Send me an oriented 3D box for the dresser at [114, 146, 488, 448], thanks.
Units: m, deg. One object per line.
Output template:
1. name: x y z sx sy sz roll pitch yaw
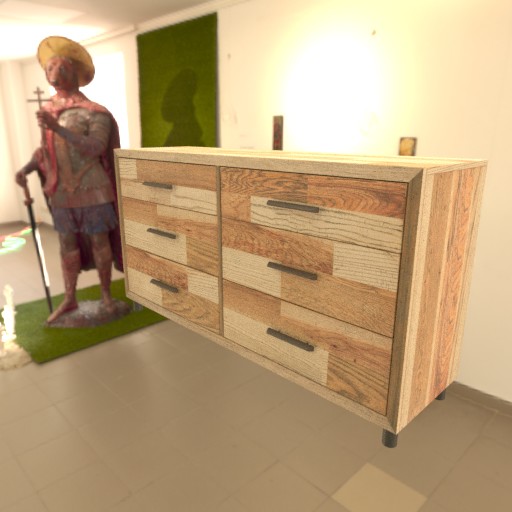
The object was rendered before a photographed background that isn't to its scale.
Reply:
1. dresser: 0.000 0.000 1.846 0.487 0.834 1.547 -15 22 -43
